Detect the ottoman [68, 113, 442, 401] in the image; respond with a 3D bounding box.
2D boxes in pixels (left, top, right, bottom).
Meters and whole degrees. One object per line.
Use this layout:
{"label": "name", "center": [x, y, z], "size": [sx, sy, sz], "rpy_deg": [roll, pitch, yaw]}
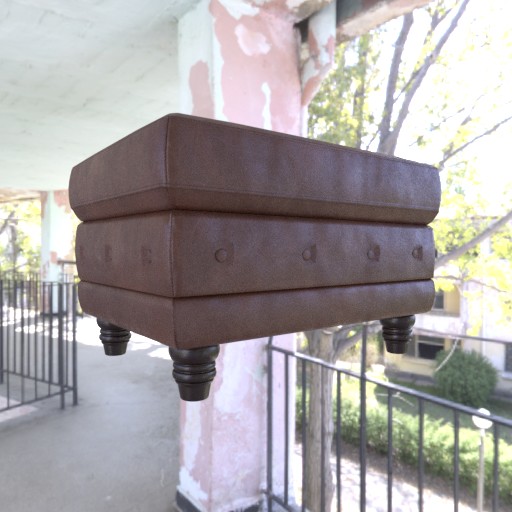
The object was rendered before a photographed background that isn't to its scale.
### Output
{"label": "ottoman", "center": [0.000, 0.000, 1.156], "size": [0.795, 0.509, 0.588], "rpy_deg": [-1, 1, -37]}
